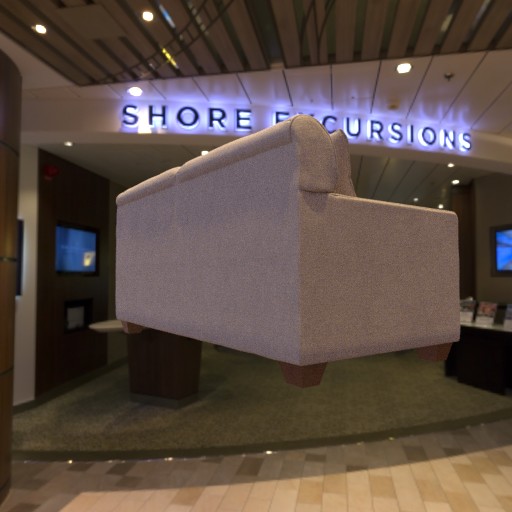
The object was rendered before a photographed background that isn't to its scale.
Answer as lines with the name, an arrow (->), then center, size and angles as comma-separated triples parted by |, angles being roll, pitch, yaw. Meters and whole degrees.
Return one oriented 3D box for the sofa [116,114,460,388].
sofa -> 0.000, 0.000, 2.451 | 0.998, 0.958, 1.846 | 2, -3, -35
